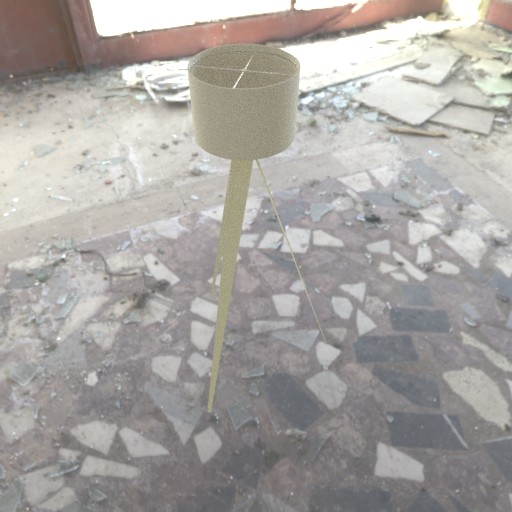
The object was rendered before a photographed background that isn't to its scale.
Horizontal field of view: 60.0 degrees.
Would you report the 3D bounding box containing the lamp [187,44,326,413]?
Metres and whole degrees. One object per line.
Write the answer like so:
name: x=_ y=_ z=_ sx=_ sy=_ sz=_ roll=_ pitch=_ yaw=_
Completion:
lamp: x=0.000 y=0.000 z=1.848 sx=0.724 sy=1.524 sz=0.716 roll=9 pitch=46 yaw=9
